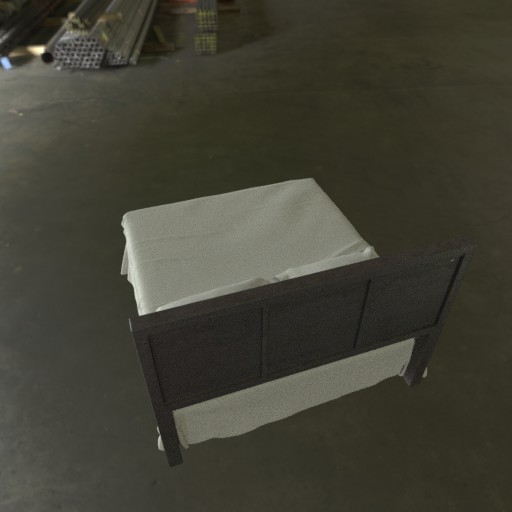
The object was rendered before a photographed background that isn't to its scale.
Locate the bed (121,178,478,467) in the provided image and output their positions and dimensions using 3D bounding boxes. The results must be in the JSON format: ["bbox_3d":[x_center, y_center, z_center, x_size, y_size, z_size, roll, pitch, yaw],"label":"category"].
[{"bbox_3d":[0.000,0.000,2.890,1.772,1.142,1.785,-13,42,-15],"label":"bed"}]
